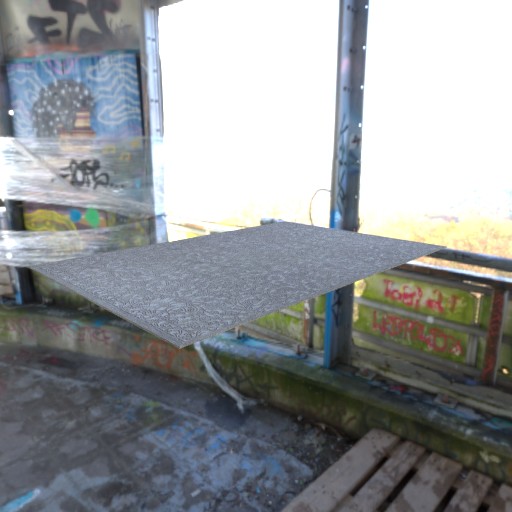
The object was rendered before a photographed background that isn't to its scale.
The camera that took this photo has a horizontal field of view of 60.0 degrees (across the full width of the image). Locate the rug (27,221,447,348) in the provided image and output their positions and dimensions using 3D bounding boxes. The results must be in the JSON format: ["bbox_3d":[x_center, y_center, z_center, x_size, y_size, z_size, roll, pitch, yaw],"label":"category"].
[{"bbox_3d":[0.000,0.000,2.296,1.827,0.006,1.221,-13,19,-43],"label":"rug"}]
